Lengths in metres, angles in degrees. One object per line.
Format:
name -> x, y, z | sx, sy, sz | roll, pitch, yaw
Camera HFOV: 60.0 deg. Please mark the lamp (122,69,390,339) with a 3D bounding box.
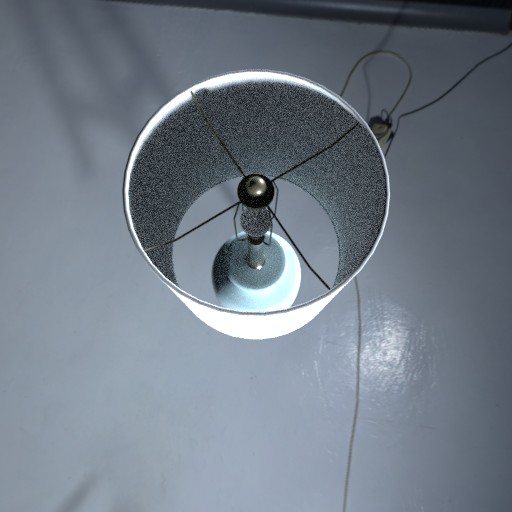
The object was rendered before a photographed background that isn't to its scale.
lamp -> 0.000, 0.000, 1.113 | 0.418, 0.871, 0.418 | 5, 75, 1
